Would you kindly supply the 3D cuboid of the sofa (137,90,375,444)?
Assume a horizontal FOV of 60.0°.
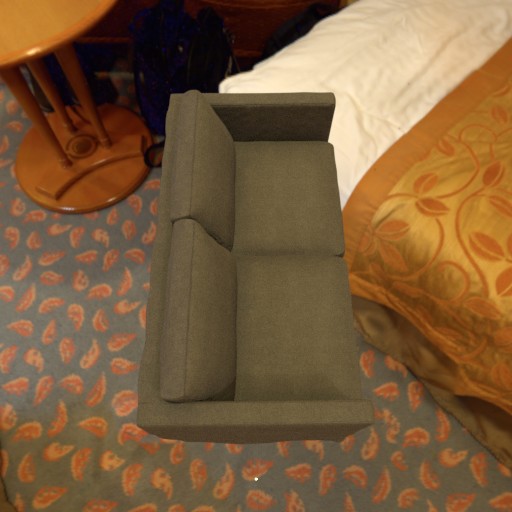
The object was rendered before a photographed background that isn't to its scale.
[{"bbox_3d":[0.000,0.000,2.368,0.974,0.854,1.802,-1,63,0],"label":"sofa"}]
